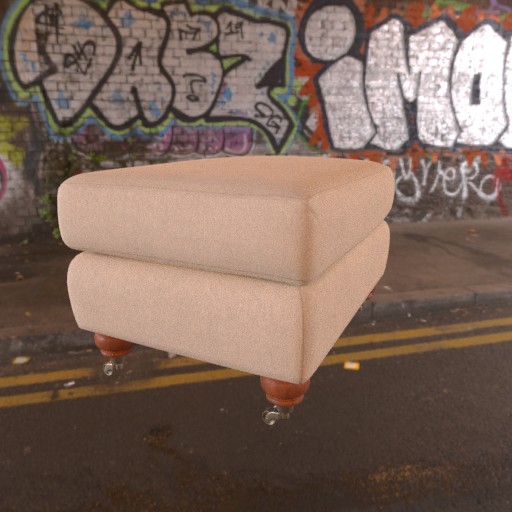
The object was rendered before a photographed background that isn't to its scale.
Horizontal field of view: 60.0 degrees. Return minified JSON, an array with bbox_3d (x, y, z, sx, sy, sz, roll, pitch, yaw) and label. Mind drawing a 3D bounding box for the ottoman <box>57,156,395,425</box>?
[{"bbox_3d":[0.000,0.000,1.152,0.569,0.499,0.773,8,17,25],"label":"ottoman"}]
